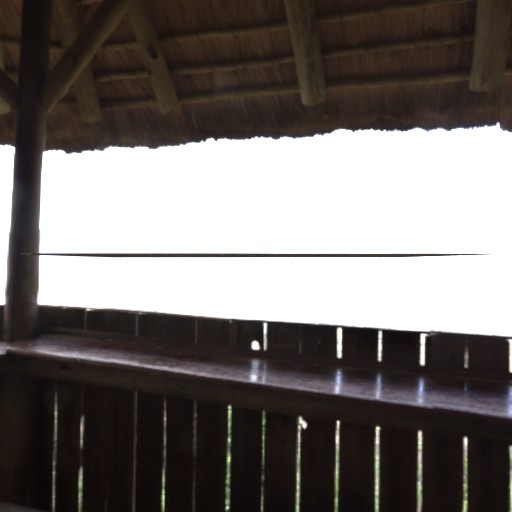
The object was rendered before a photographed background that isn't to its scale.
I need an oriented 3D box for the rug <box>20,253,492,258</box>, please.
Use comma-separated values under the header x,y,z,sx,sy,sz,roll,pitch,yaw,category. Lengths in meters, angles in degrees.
x,y,z,sx,sy,sz,roll,pitch,yaw,category
0.000,0.000,3.049,2.438,0.010,1.524,0,-1,-1,rug
